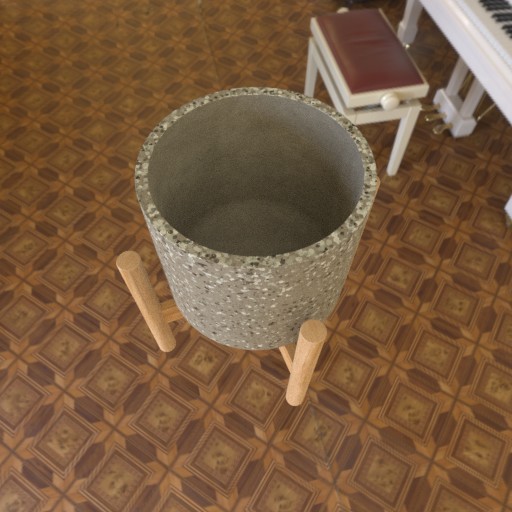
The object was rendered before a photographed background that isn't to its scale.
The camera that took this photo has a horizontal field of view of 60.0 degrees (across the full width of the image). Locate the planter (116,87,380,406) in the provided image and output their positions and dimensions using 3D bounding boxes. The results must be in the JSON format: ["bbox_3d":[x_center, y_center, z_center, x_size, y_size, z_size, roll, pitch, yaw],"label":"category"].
[{"bbox_3d":[0.000,0.000,0.546,0.284,0.320,0.284,0,58,0],"label":"planter"}]
